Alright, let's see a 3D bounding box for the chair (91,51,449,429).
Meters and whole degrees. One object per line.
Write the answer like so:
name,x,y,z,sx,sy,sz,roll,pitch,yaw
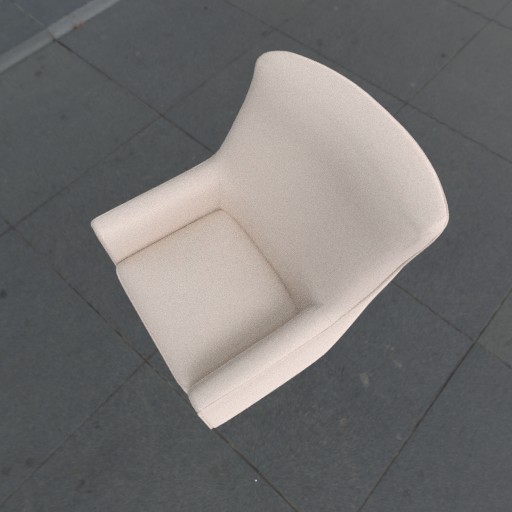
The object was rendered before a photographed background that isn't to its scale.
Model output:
chair,0.000,0.000,1.530,0.879,0.916,0.756,-30,67,-14
